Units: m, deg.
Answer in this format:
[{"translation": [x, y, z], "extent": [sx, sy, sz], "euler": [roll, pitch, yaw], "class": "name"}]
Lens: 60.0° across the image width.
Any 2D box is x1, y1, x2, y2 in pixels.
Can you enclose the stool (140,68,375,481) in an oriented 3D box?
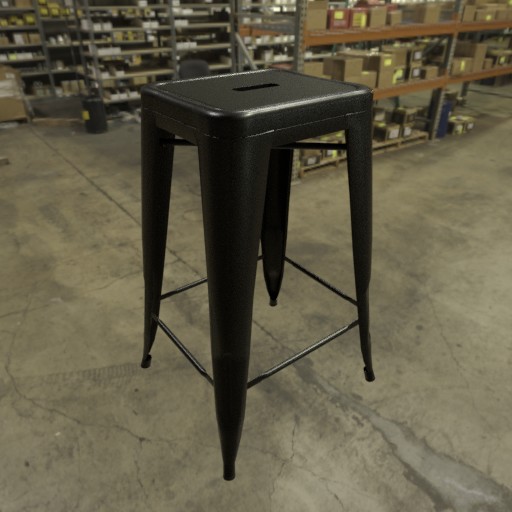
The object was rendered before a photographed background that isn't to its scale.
[{"translation": [0.000, 0.000, 0.833], "extent": [0.399, 0.609, 0.359], "euler": [-22, 38, -31], "class": "stool"}]
